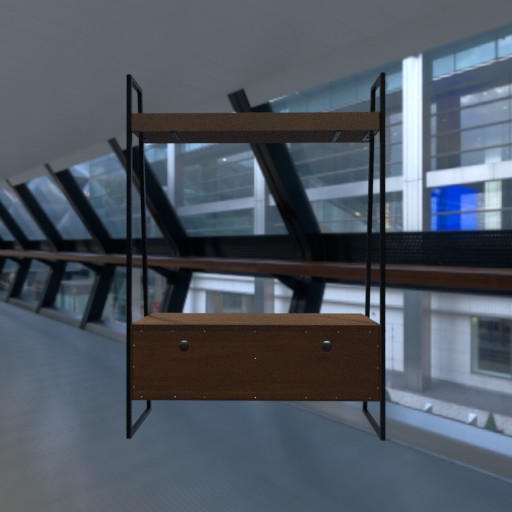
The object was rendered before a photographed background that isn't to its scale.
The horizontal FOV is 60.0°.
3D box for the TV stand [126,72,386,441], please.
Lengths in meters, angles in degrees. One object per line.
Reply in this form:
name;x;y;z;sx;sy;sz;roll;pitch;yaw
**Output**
TV stand;0.000;0.000;2.343;1.250;1.772;0.432;0;0;1
